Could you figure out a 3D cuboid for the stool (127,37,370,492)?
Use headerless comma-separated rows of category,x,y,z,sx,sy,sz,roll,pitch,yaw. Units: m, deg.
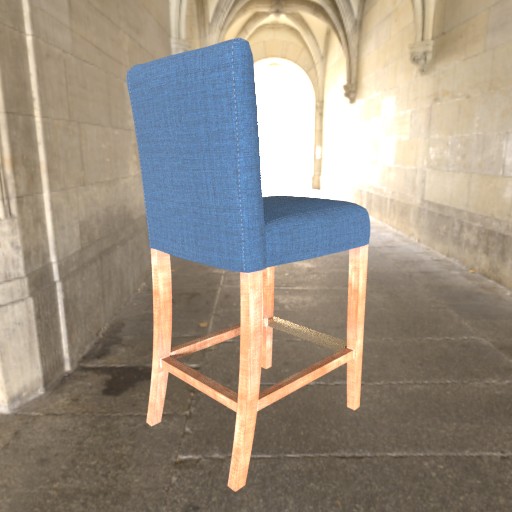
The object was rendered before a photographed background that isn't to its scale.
stool,0.000,0.000,1.307,0.454,1.039,0.567,13,18,43
